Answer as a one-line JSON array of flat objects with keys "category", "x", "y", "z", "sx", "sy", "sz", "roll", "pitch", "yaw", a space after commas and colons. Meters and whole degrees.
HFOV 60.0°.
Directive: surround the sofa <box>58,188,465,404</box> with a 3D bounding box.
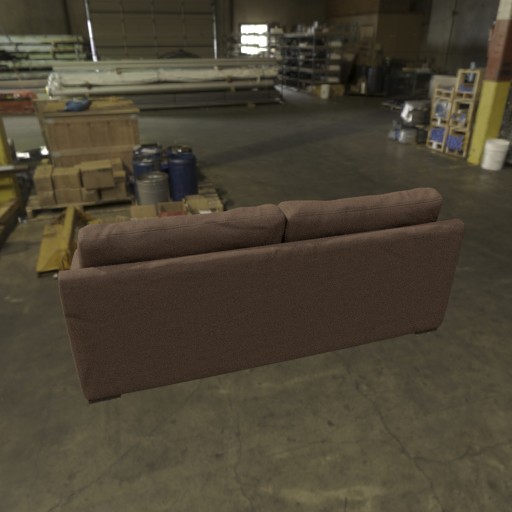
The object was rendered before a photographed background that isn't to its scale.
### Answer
[{"category": "sofa", "x": 0.000, "y": 0.000, "z": 2.908, "sx": 2.274, "sy": 0.950, "sz": 1.140, "roll": -8, "pitch": 27, "yaw": -16}]
